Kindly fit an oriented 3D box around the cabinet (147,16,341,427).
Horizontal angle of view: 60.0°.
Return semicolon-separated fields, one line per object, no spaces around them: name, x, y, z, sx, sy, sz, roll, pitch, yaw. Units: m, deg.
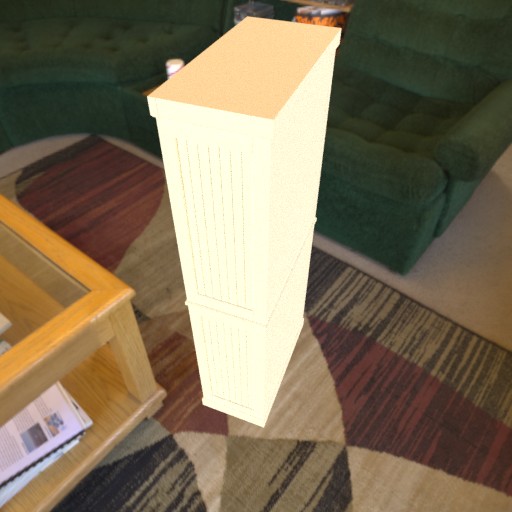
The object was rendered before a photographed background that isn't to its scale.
cabinet;0.000;0.000;2.092;0.390;1.829;0.754;15;47;15
